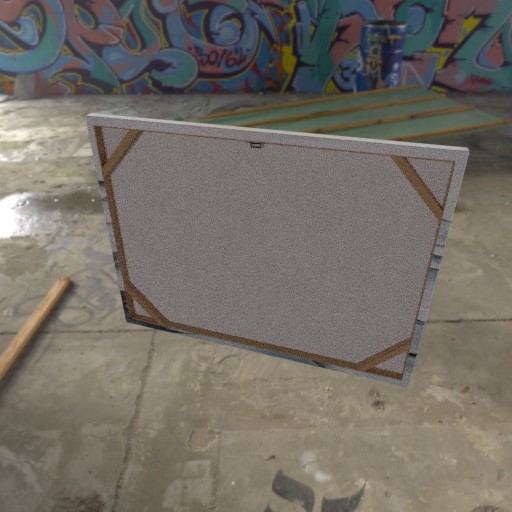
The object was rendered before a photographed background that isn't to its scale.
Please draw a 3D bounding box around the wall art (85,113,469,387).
[{"bbox_3d":[0.000,0.000,1.607,1.219,0.915,0.039,10,33,15],"label":"wall art"}]
